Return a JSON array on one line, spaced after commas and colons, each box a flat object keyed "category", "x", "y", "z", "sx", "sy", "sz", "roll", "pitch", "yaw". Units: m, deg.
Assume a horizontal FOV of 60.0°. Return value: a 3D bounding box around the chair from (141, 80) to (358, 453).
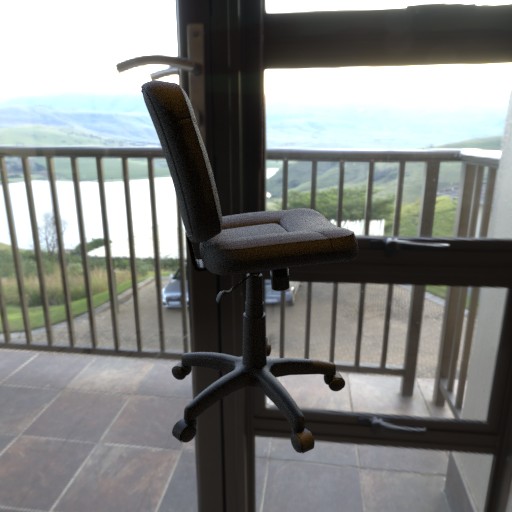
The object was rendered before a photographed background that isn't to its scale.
[{"category": "chair", "x": 0.000, "y": 0.000, "z": 1.341, "sx": 0.610, "sy": 0.972, "sz": 0.610, "roll": -3, "pitch": 16, "yaw": -10}]
